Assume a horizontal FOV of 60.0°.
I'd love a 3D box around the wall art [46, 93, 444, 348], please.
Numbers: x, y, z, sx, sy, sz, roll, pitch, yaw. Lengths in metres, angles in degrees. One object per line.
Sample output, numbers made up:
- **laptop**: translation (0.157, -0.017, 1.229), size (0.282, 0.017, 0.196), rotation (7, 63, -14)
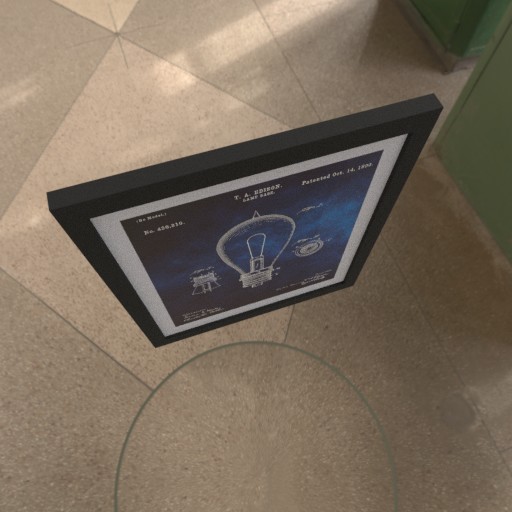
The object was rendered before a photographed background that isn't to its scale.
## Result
- **wall art**: translation (0.000, 0.000, 0.687), size (0.428, 0.505, 0.023), rotation (-16, 65, -8)
